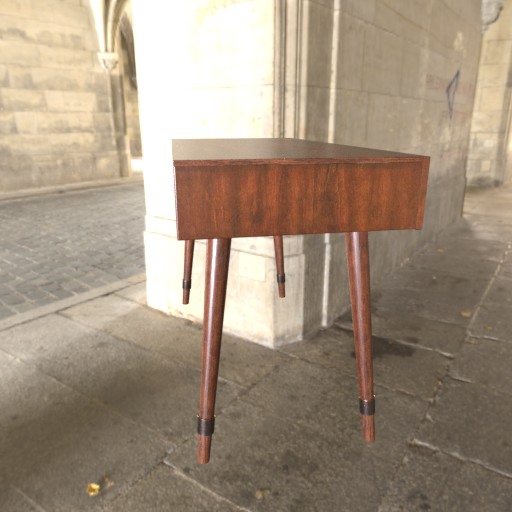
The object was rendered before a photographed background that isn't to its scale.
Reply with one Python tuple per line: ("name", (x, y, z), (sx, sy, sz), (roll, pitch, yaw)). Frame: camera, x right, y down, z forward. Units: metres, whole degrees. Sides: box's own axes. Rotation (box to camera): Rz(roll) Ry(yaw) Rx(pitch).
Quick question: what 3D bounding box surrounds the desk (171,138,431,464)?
("desk", (0.000, 0.000, 2.108), (0.734, 1.031, 1.577), (-3, 17, -10))
